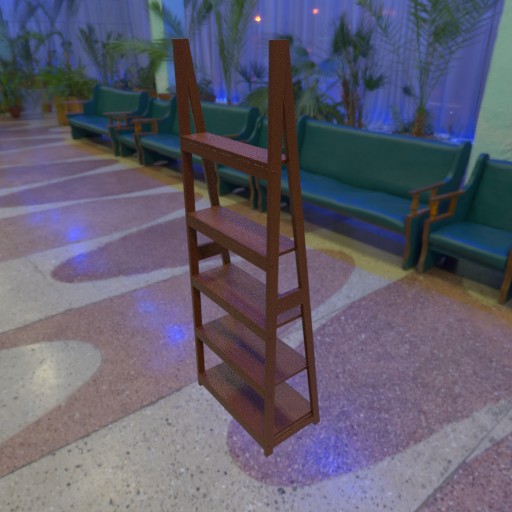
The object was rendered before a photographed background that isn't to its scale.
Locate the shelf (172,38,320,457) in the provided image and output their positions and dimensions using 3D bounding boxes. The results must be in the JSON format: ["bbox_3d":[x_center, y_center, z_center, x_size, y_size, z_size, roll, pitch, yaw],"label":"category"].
[{"bbox_3d":[0.000,0.000,2.023,0.356,1.780,0.630,-19,32,-33],"label":"shelf"}]
